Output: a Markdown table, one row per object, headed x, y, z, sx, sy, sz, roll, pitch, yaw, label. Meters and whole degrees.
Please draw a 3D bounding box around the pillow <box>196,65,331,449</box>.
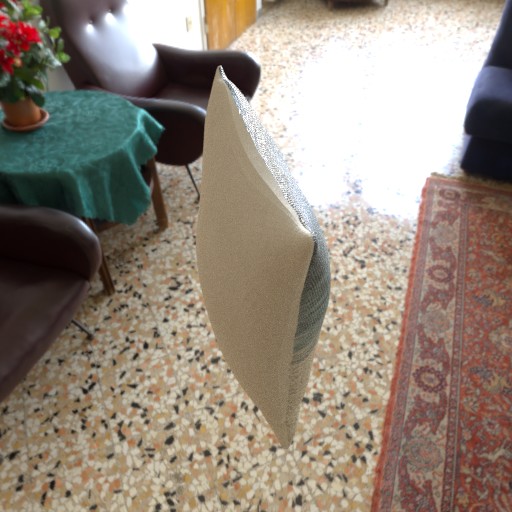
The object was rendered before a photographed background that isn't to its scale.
| x | y | z | sx | sy | sz | roll | pitch | yaw | label |
| --- | --- | --- | --- | --- | --- | --- | --- | --- | --- |
| 0.000 | 0.000 | 0.697 | 0.182 | 0.441 | 0.440 | -11 | 46 | -10 | pillow |
